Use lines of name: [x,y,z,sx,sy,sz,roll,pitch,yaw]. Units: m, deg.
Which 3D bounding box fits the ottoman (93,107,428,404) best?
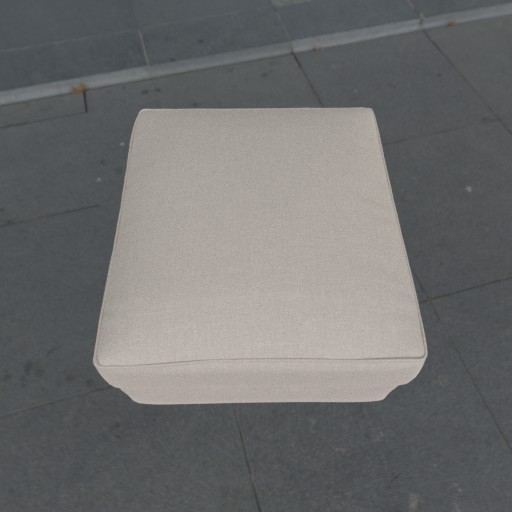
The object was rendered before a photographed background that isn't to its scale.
ottoman: [0.000,0.000,1.145,0.662,0.505,0.716,-1,59,0]
